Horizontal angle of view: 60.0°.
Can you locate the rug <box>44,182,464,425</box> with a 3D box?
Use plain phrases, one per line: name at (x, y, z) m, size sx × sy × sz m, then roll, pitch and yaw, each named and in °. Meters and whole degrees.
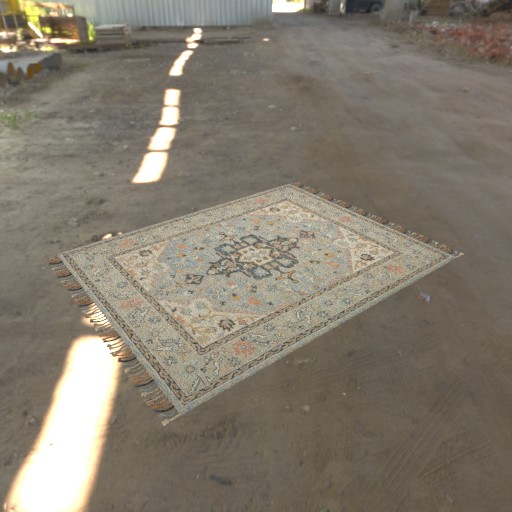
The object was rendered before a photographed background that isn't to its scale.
rug at (0.000, 0.000, 2.257) m, size 1.730 × 0.009 × 1.278 m, roll -22°, pitch 37°, yaw -32°
